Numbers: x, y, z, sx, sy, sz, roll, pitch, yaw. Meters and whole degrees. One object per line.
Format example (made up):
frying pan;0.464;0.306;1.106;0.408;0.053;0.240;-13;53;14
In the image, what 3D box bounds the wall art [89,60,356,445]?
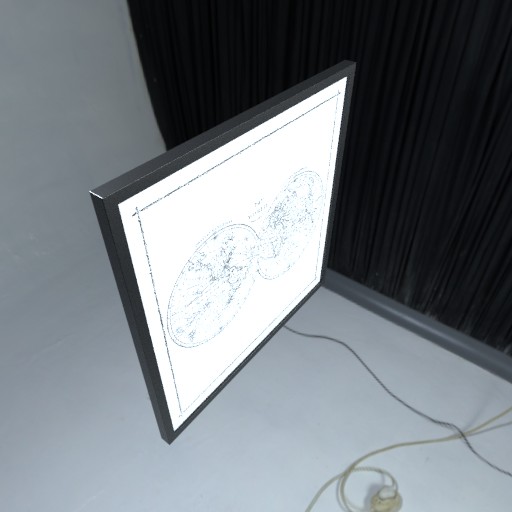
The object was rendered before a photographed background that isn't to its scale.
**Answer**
wall art;0.000;0.000;1.145;0.031;0.775;0.773;27;48;28
